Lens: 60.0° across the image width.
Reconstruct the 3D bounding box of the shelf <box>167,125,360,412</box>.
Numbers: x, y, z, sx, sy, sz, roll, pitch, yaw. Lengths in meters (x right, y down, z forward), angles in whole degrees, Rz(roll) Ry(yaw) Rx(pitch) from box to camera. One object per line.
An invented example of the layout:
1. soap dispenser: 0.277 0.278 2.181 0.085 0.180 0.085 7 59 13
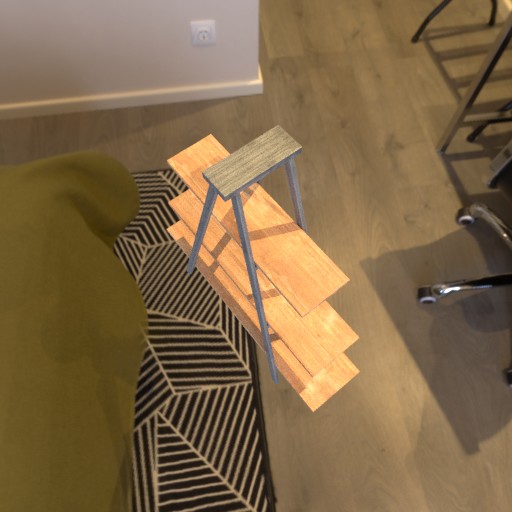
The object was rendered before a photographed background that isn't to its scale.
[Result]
1. shelf: 0.000 0.000 2.672 0.508 1.808 1.746 -35 69 -16
